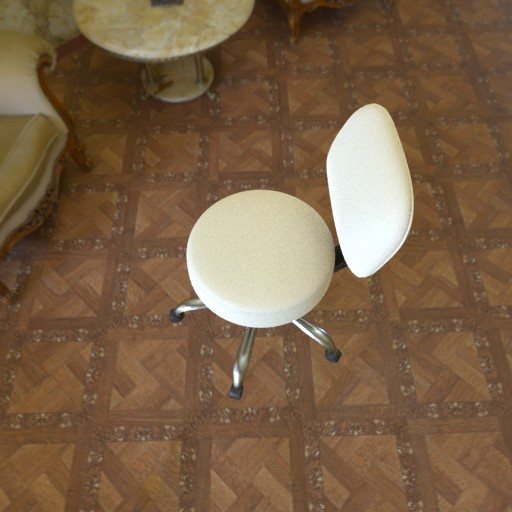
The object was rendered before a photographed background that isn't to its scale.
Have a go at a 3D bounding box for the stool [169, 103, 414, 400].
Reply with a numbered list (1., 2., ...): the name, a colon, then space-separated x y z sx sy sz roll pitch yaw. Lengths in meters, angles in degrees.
1. stool: 0.000 0.000 1.257 0.616 0.810 0.609 -2 59 -1
